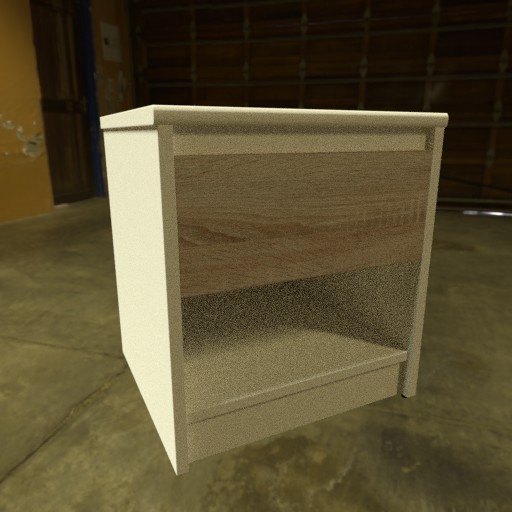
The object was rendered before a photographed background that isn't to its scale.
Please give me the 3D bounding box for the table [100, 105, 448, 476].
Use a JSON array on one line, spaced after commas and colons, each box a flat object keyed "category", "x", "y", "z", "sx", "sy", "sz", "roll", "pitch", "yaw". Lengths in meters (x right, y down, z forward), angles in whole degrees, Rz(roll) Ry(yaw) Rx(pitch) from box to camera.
[{"category": "table", "x": 0.000, "y": 0.000, "z": 0.761, "sx": 0.420, "sy": 0.460, "sz": 0.380, "roll": -7, "pitch": 17, "yaw": -25}]
